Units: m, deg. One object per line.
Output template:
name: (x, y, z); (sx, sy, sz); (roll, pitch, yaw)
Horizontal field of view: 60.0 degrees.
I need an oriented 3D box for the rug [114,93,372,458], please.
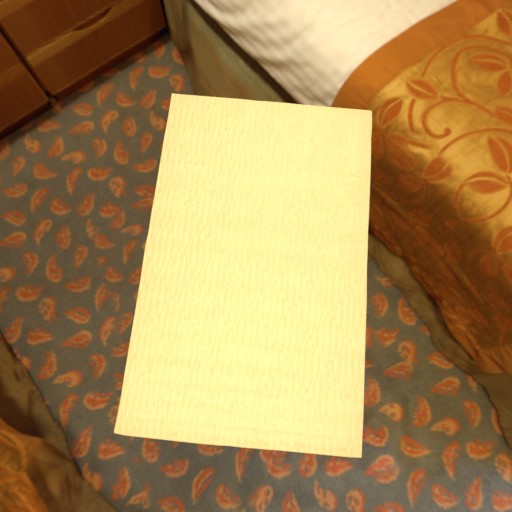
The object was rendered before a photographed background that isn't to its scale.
rug: (0.000, 0.000, 3.034); (1.531, 0.014, 2.441); (5, 74, 1)
